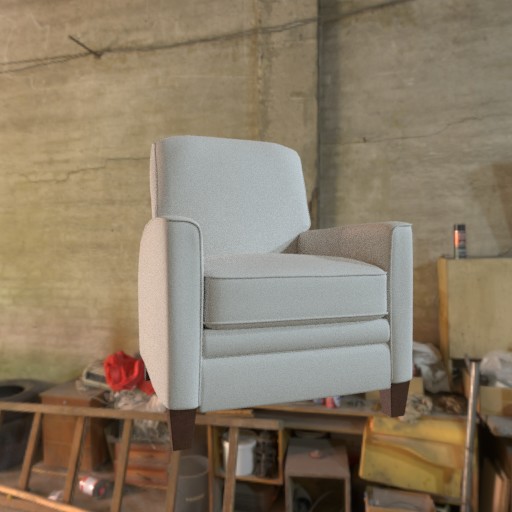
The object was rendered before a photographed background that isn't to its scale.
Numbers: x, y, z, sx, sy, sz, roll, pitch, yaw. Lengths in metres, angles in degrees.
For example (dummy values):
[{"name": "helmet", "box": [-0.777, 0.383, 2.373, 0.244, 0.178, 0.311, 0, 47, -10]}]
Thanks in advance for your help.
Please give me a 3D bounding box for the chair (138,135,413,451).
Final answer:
[{"name": "chair", "box": [0.000, 0.000, 1.654, 0.841, 1.028, 0.858, 0, 1, -20]}]
